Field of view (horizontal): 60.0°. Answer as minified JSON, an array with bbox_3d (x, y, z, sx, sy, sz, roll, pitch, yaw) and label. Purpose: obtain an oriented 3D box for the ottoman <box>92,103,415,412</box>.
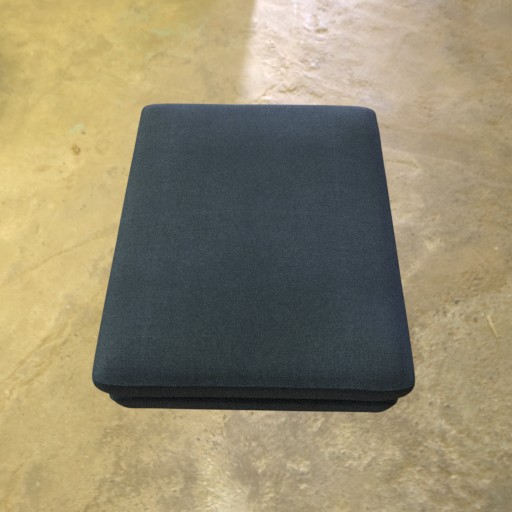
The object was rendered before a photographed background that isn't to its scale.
[{"bbox_3d":[0.000,0.000,1.259,0.693,0.474,0.821,1,62,0],"label":"ottoman"}]
